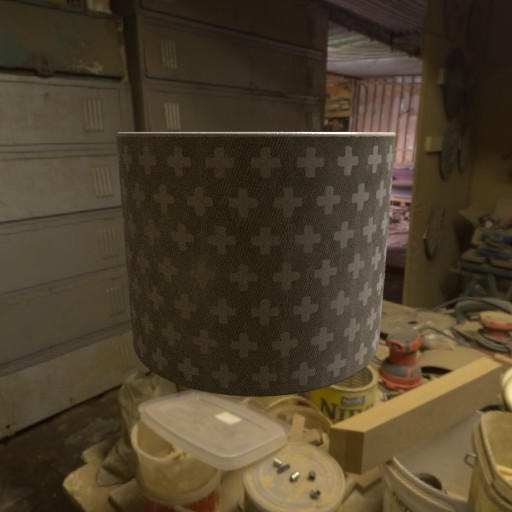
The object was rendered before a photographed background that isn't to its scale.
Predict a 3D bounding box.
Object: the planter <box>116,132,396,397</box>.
[{"bbox_3d":[0.000,0.000,0.338,0.190,0.181,0.190,0,15,0],"label":"planter"}]
